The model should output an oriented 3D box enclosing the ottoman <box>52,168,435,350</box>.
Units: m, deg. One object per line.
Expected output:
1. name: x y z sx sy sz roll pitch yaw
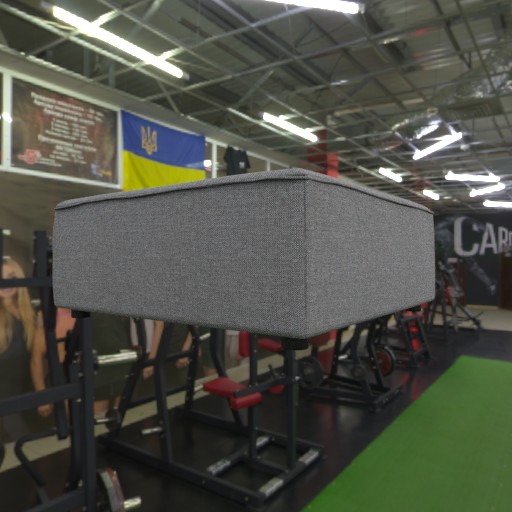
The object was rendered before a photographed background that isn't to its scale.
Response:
1. ottoman: 0.000 0.000 1.621 1.017 0.423 1.023 0 0 37
